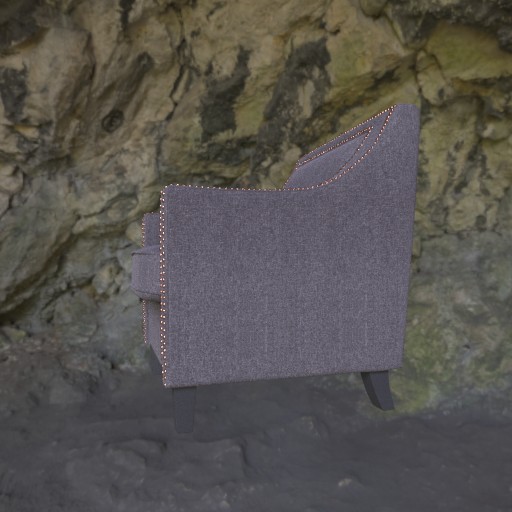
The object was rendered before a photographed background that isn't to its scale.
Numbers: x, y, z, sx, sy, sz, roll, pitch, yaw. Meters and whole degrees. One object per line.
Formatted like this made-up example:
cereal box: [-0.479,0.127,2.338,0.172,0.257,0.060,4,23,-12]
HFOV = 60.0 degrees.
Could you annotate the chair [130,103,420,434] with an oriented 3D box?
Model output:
chair: [0.000,0.000,1.629,0.884,0.967,0.776,0,-1,-18]
